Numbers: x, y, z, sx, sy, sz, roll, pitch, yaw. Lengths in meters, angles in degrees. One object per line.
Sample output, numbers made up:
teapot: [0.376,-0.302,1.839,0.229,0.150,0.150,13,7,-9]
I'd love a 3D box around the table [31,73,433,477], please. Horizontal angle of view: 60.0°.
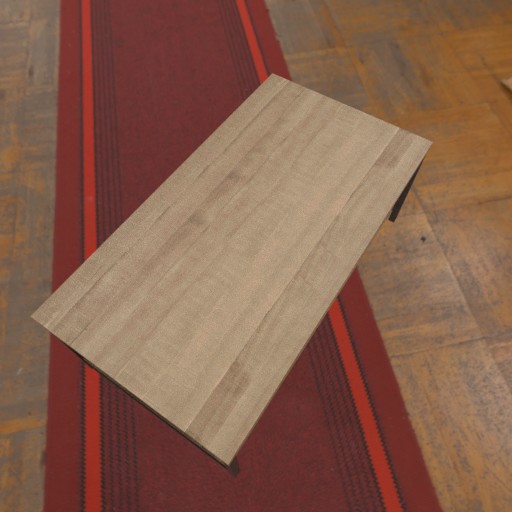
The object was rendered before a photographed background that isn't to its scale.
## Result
table: [0.000,0.000,1.359,0.574,0.393,1.062,30,64,16]
